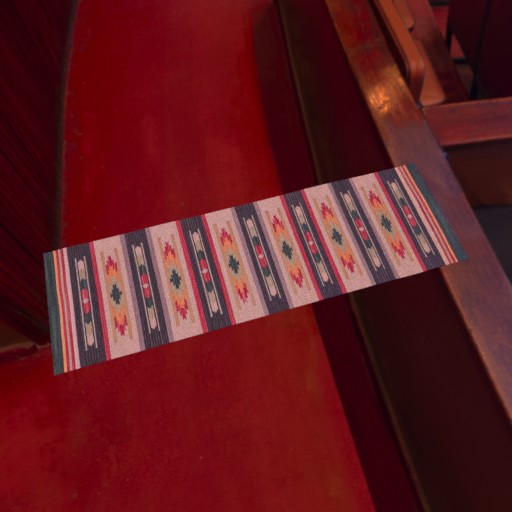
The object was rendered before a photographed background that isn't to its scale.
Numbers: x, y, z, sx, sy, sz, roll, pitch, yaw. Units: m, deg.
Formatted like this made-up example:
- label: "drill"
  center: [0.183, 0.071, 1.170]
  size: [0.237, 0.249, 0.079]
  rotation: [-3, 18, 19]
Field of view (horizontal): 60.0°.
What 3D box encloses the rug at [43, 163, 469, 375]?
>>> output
- label: "rug"
  center: [0.000, 0.000, 2.656]
  size: [2.440, 0.009, 0.760]
  rotation: [-15, 63, -8]
